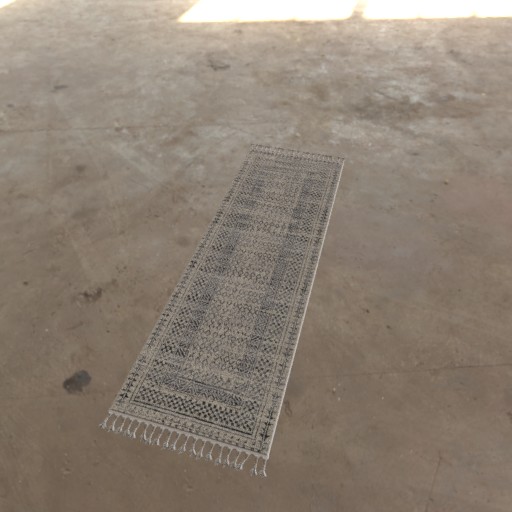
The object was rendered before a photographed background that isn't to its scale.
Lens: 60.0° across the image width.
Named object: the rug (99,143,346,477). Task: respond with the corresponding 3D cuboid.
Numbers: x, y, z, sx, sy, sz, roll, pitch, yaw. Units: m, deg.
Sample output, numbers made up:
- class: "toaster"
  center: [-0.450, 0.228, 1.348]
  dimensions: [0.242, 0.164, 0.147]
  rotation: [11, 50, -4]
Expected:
- class: "rug"
  center: [0.000, 0.000, 2.741]
  dimensions: [0.786, 0.013, 2.480]
  rotation: [12, 47, 11]
